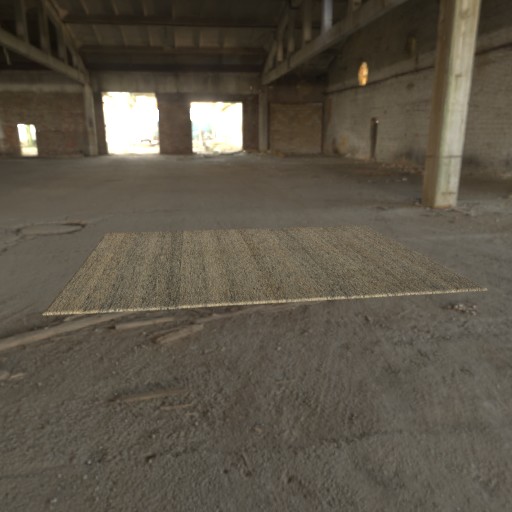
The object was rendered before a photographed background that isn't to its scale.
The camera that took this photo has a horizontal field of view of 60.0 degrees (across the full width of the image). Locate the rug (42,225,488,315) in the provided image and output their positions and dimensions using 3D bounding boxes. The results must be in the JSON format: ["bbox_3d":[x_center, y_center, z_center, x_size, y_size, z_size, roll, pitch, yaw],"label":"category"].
[{"bbox_3d":[0.000,0.000,4.281,3.199,0.036,2.414,-2,16,-8],"label":"rug"}]
